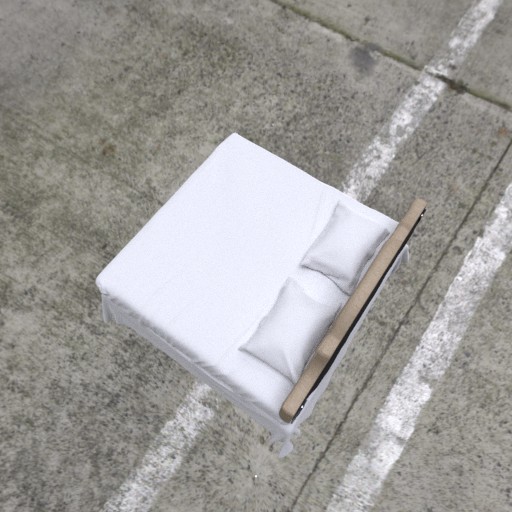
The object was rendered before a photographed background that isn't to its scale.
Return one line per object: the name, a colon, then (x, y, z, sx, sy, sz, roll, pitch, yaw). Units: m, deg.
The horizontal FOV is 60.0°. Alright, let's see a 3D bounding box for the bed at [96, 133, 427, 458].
bed: (0.000, 0.000, 3.780, 2.222, 1.631, 2.303, 32, 68, 15)
